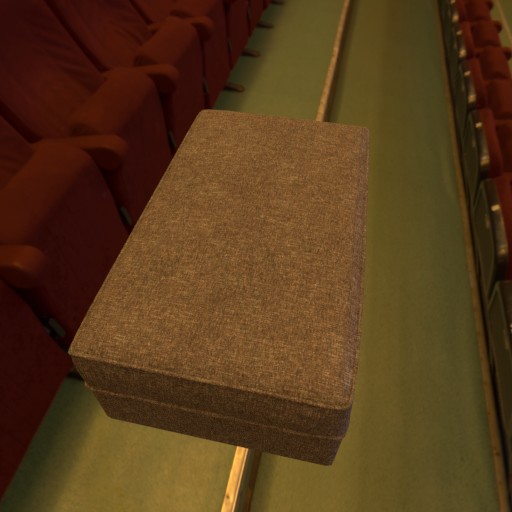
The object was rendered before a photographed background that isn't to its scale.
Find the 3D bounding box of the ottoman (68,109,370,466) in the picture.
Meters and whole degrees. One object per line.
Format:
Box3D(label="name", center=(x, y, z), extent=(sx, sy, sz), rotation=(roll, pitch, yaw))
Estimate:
Box3D(label="ottoman", center=(0.000, 0.000, 1.537), extent=(0.717, 0.487, 1.184), rotation=(9, 49, 8))
